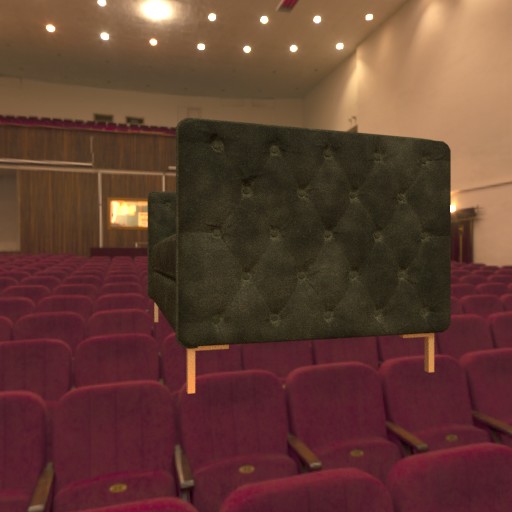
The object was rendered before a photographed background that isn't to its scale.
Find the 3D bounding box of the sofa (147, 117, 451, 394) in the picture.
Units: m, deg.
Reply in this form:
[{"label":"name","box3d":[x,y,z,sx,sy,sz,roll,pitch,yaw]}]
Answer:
[{"label":"sofa","box3d":[0.000,0.000,2.026,0.895,0.768,1.537,0,0,-17]}]
